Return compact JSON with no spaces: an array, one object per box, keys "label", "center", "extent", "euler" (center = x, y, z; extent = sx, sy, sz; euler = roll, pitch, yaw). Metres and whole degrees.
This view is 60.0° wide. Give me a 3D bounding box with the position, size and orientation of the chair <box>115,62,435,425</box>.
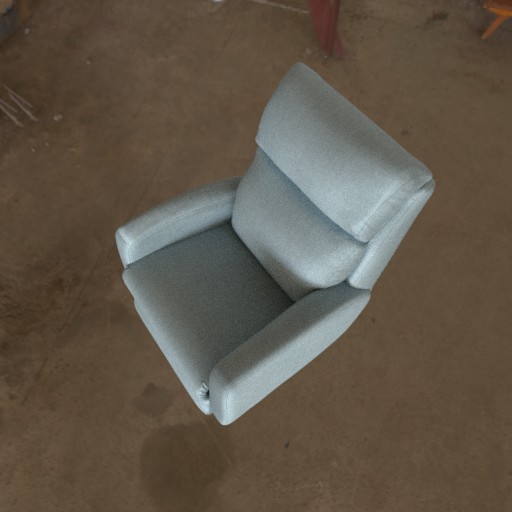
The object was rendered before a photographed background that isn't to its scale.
[{"label":"chair","center":[0.000,0.000,1.671],"extent":[0.940,1.016,0.794],"euler":[-32,66,-17]}]
